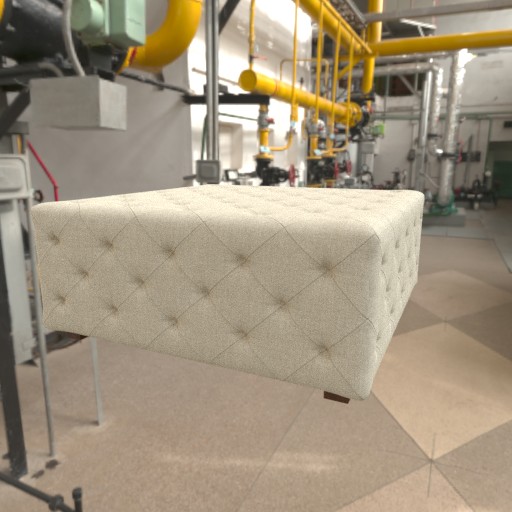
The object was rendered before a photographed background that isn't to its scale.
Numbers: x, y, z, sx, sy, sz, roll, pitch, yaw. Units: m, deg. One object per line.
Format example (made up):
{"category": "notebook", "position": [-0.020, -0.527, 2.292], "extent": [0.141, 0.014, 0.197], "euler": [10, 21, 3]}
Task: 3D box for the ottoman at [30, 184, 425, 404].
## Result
{"category": "ottoman", "position": [0.000, 0.000, 1.597], "extent": [1.028, 0.439, 1.028], "euler": [6, 14, 25]}
